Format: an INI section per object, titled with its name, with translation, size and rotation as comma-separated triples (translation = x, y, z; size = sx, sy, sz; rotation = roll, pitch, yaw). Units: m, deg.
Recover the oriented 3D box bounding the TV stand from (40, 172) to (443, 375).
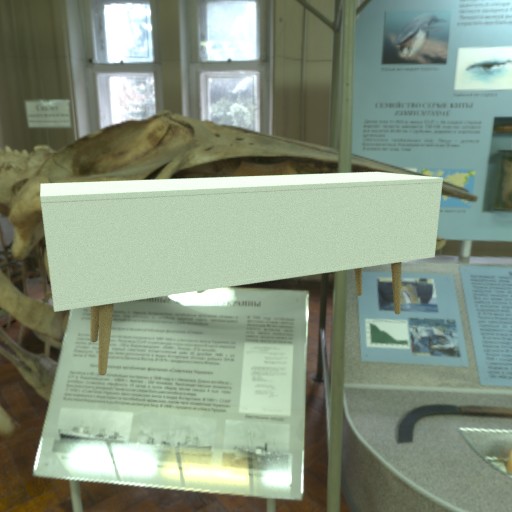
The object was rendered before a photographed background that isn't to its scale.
[TV stand]
translation = 0.000, 0.000, 1.659
size = 1.398, 0.560, 0.401
rotation = -7, 16, -24
